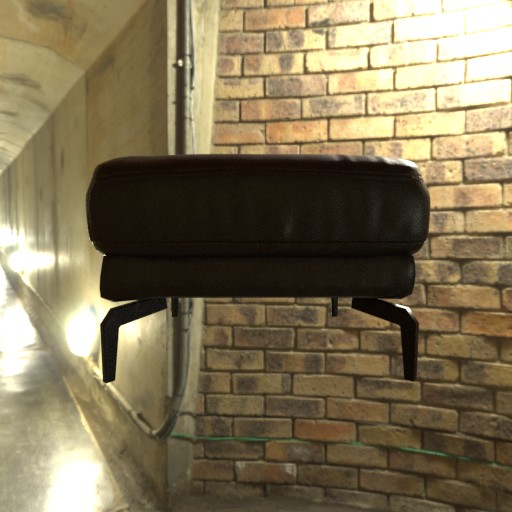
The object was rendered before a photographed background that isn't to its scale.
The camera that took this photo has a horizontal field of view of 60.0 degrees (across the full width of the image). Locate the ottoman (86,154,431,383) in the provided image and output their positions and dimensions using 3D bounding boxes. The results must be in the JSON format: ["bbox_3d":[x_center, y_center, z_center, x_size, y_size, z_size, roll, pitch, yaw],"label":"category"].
[{"bbox_3d":[0.000,0.000,1.067,0.570,0.402,0.764,0,2,-1],"label":"ottoman"}]
